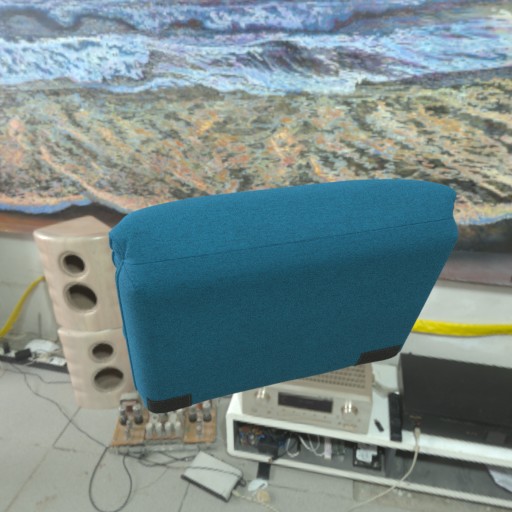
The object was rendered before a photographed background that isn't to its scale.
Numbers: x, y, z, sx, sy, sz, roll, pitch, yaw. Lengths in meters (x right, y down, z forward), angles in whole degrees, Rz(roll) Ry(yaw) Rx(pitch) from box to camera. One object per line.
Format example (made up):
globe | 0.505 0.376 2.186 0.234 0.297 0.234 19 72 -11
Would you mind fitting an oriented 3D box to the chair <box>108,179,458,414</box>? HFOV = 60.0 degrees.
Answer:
chair | 0.000 0.000 1.337 0.820 0.580 0.780 -9 29 -16
